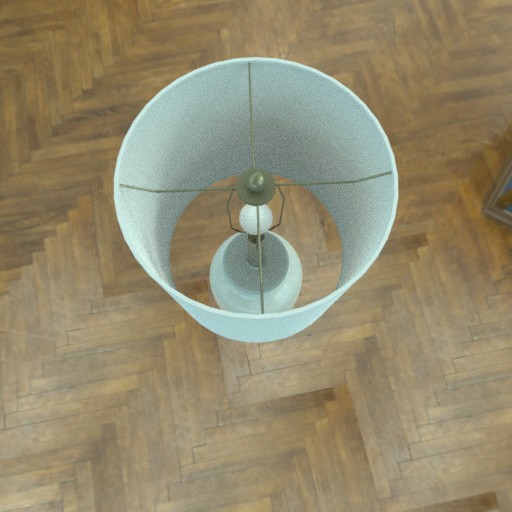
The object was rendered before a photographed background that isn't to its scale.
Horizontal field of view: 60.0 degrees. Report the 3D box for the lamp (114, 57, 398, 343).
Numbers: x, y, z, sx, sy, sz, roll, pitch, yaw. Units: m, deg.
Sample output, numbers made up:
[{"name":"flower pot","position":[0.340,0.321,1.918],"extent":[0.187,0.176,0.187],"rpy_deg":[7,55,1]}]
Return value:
[{"name":"lamp","position":[0.000,0.000,0.481],"extent":[0.188,0.392,0.188],"rpy_deg":[35,77,9]}]
